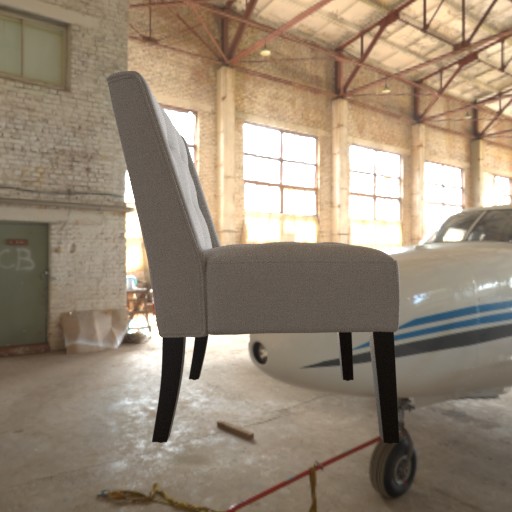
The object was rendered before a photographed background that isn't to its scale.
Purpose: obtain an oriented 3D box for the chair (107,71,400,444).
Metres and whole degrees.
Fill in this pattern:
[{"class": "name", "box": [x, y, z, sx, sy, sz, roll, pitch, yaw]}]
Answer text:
[{"class": "chair", "box": [0.000, 0.000, 1.268, 0.676, 0.853, 0.569, 0, 0, 1]}]
